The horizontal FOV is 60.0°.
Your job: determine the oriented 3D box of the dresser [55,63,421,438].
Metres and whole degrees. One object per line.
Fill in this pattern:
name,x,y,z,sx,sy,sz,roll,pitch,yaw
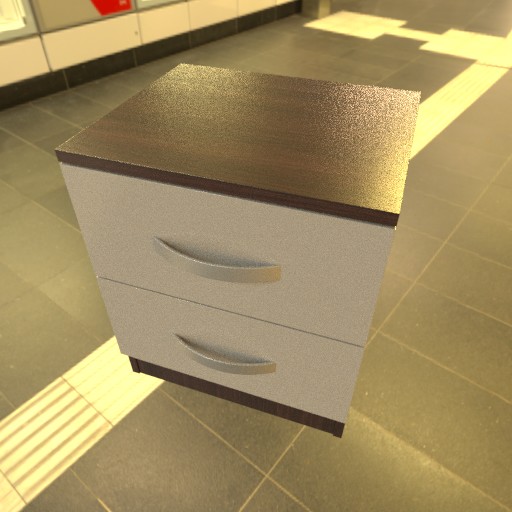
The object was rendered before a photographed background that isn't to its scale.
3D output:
dresser,0.000,0.000,0.739,0.400,0.470,0.360,13,42,14
